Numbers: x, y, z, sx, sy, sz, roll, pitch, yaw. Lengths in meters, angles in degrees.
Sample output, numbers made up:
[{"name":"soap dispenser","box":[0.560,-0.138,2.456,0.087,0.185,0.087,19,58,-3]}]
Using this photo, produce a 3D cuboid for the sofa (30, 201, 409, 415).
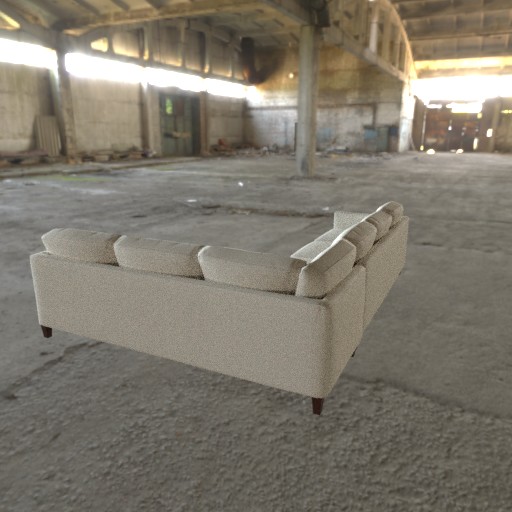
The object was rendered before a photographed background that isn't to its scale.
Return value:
[{"name":"sofa","box":[0.000,0.000,4.551,2.593,0.947,3.302,8,17,25]}]
